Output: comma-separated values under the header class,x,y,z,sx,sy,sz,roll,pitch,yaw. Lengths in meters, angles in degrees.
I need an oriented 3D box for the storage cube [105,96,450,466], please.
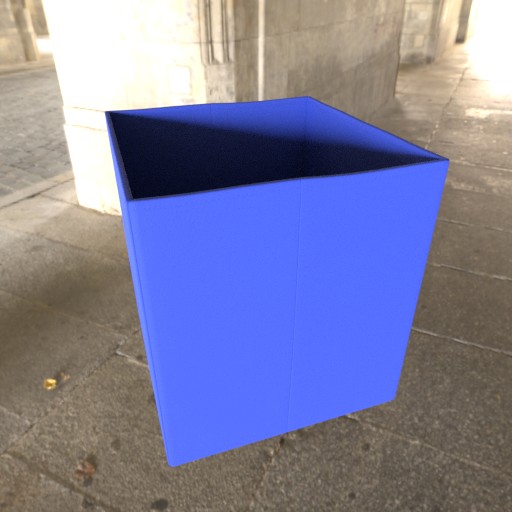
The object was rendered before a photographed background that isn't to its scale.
class,x,y,z,sx,sy,sz,roll,pitch,yaw
storage cube,0.000,0.000,0.496,0.270,0.280,0.270,-10,32,-16
